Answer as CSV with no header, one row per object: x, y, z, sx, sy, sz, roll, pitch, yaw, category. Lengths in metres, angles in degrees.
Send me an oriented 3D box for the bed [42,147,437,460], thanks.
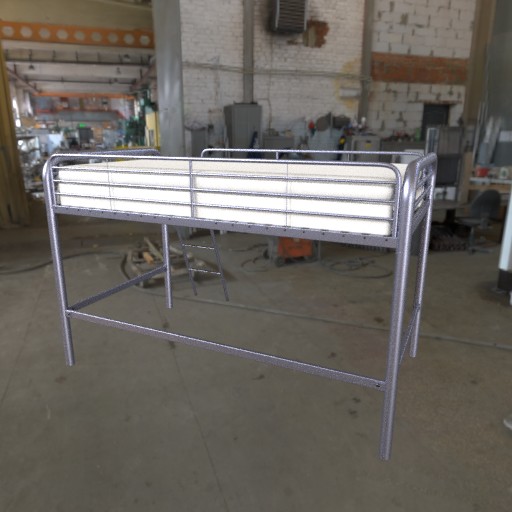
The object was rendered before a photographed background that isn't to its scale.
0.000,0.000,2.791,1.965,1.288,1.415,7,17,24,bed
